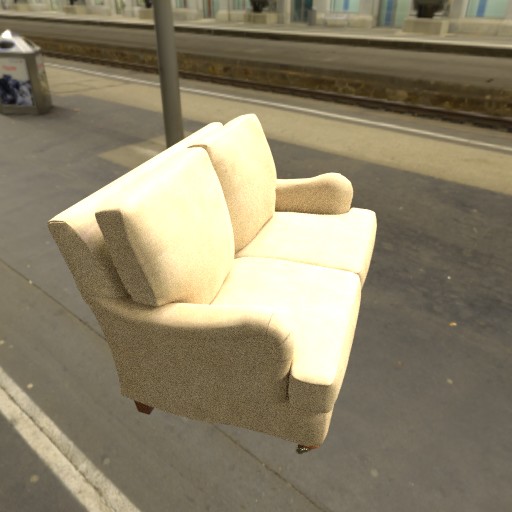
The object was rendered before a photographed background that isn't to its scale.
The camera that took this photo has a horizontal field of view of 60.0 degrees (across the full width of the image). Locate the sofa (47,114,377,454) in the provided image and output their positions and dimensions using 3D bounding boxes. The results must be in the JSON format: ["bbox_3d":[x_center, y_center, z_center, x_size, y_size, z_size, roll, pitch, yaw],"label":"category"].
[{"bbox_3d":[0.000,0.000,2.214,1.086,1.087,1.498,10,32,16],"label":"sofa"}]
